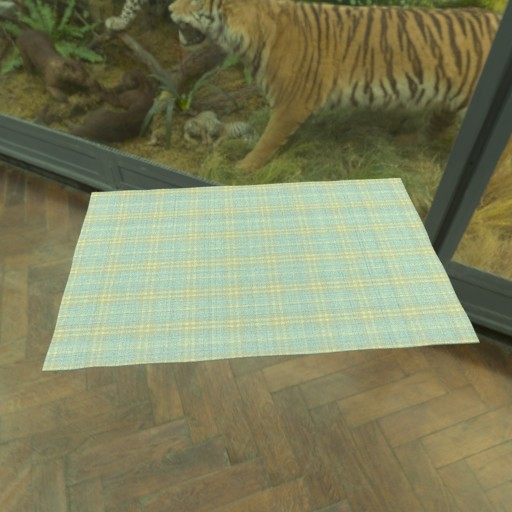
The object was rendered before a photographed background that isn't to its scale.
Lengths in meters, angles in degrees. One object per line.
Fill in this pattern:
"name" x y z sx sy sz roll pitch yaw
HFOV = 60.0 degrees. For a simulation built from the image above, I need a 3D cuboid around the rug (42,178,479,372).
"rug" 0.000 0.000 2.995 2.460 0.016 1.545 -3 47 -3
